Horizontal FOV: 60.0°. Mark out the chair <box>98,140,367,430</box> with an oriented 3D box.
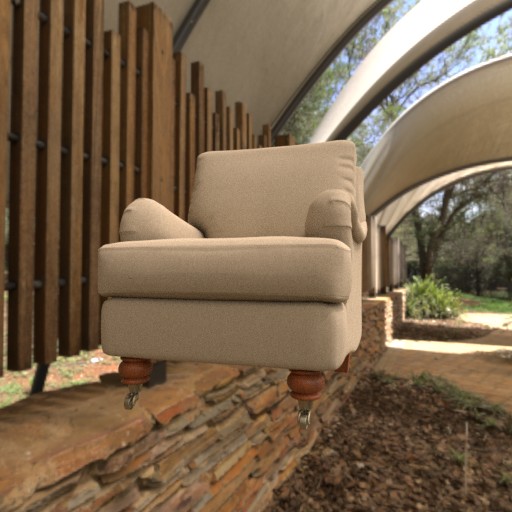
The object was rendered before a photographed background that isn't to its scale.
[{"bbox_3d":[0.000,0.000,1.901,0.895,1.076,1.078,0,-2,18],"label":"chair"}]
